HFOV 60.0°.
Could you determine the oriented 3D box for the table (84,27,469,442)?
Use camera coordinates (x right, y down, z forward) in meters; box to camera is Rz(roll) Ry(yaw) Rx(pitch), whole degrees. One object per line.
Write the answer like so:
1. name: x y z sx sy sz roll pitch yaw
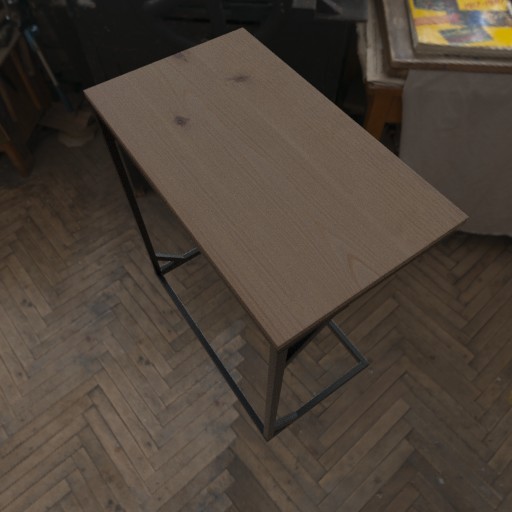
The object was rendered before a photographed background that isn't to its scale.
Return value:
1. table: 0.000 0.000 1.015 0.351 0.673 0.597 -31 63 -18
